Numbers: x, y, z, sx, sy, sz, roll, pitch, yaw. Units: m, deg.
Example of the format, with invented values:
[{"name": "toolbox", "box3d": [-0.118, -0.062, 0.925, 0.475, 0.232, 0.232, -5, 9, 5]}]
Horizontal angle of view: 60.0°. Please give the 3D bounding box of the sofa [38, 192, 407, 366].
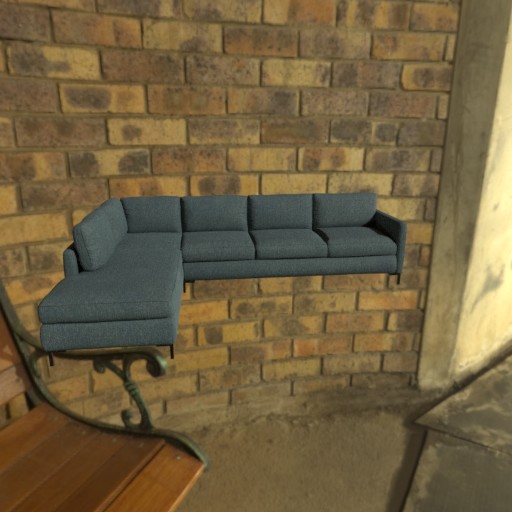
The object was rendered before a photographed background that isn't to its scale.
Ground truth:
[{"name": "sofa", "box3d": [0.000, 0.000, 3.790, 2.949, 0.815, 2.007, -2, 16, -7]}]
